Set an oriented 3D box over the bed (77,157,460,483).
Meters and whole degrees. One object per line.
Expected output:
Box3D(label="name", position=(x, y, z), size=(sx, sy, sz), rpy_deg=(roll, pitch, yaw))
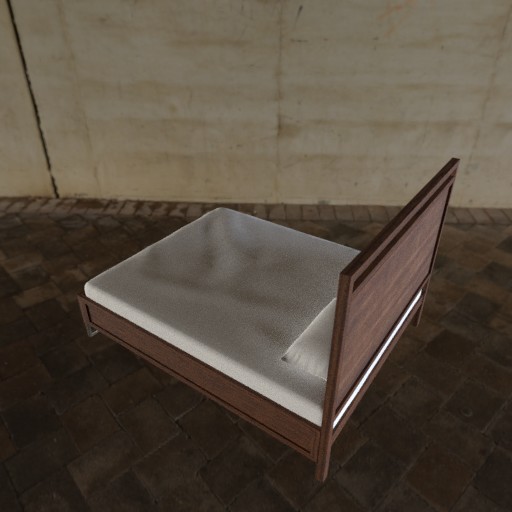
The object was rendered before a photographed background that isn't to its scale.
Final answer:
Box3D(label="bed", position=(0.000, 0.000, 3.393), size=(2.218, 1.487, 1.765), rpy_deg=(21, 37, 29))
